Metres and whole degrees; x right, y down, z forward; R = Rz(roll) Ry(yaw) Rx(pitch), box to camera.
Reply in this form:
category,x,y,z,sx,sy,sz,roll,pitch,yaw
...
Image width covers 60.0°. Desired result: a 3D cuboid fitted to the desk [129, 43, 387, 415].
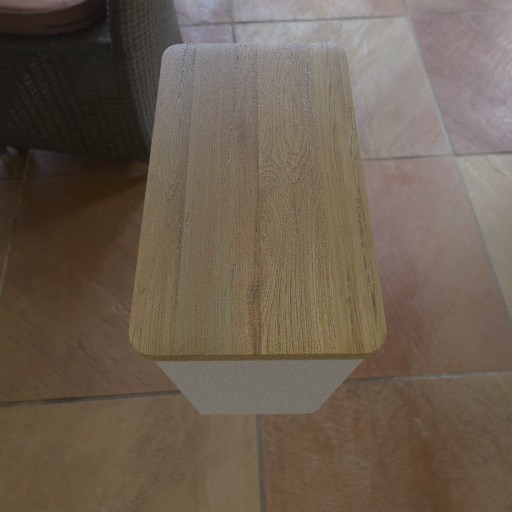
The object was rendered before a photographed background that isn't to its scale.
category,x,y,z,sx,sy,sz,roll,pitch,yaw
desk,0.000,0.000,1.259,0.440,0.790,0.760,0,64,0
